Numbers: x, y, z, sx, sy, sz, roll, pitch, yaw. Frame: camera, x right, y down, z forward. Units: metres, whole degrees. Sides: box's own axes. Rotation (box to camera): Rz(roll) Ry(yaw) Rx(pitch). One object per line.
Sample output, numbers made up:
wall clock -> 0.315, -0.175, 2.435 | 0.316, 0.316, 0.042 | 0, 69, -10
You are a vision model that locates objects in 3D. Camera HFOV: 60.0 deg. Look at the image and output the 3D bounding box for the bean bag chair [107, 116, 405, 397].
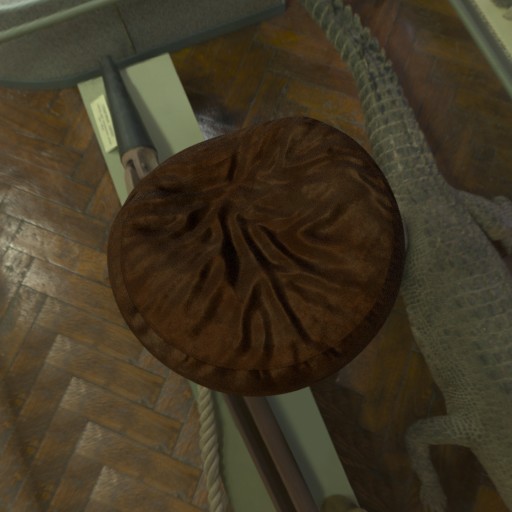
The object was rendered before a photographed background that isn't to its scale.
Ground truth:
bean bag chair -> 0.000, 0.000, 1.512 | 0.918, 0.616, 0.918 | 0, 75, 0
